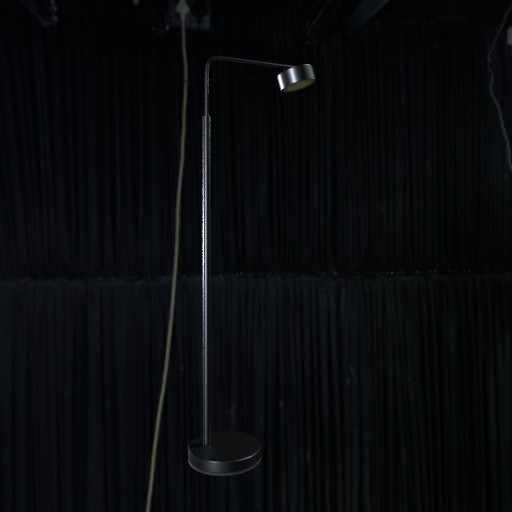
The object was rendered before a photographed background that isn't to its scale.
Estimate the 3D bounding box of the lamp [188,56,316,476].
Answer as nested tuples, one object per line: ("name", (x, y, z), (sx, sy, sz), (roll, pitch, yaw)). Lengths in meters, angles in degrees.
("lamp", (0.000, 0.000, 1.375), (0.418, 1.230, 0.219), (0, 1, -17))
